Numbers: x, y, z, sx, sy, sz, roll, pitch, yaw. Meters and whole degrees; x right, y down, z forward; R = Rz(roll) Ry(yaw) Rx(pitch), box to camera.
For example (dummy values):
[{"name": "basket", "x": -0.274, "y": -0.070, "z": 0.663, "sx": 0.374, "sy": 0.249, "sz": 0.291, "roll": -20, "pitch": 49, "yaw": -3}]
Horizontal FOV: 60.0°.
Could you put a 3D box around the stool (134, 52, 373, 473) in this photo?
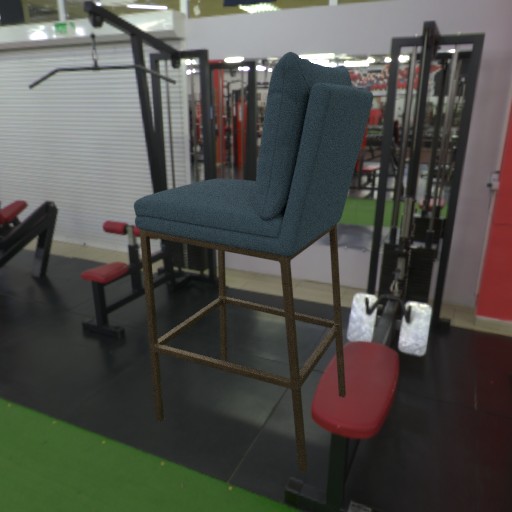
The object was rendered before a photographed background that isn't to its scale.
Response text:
[{"name": "stool", "x": 0.000, "y": 0.000, "z": 1.399, "sx": 0.568, "sy": 1.124, "sz": 0.463, "roll": 9, "pitch": 20, "yaw": 26}]
